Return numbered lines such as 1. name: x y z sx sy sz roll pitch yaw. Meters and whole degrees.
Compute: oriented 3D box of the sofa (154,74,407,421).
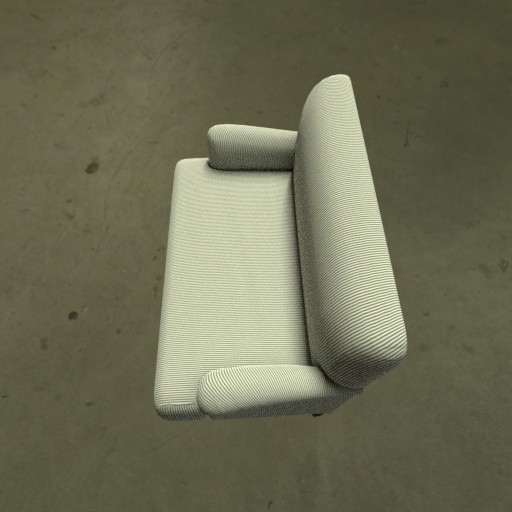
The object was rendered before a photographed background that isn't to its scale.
1. sofa: 0.000 0.000 1.821 0.779 0.889 1.297 -1 58 -1
